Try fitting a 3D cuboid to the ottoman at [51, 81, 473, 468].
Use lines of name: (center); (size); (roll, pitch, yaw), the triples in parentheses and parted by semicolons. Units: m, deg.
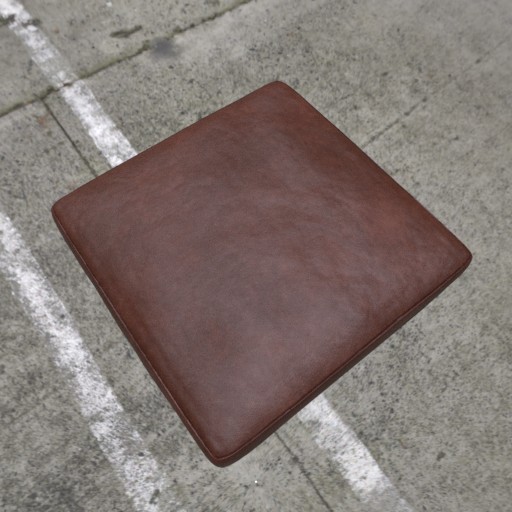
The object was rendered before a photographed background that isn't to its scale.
ottoman: (0.000, 0.000, 1.304); (0.844, 0.415, 0.836); (-34, 68, -16)
